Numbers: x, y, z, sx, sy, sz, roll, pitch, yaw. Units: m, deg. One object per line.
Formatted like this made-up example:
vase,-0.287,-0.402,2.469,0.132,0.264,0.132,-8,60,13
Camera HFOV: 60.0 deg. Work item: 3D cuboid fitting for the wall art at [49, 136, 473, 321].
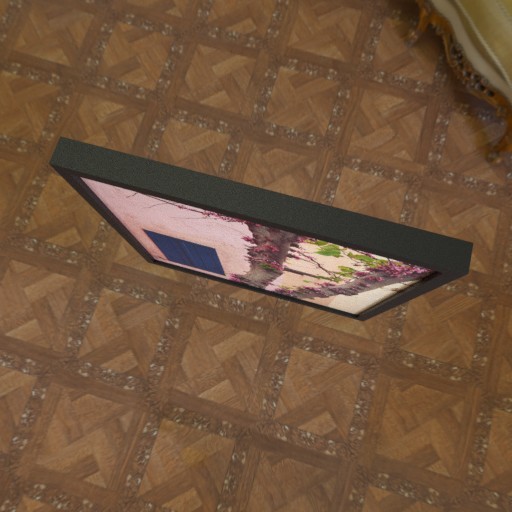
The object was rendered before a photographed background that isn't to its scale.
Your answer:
wall art,0.000,0.000,0.767,0.508,0.508,0.038,15,76,4
